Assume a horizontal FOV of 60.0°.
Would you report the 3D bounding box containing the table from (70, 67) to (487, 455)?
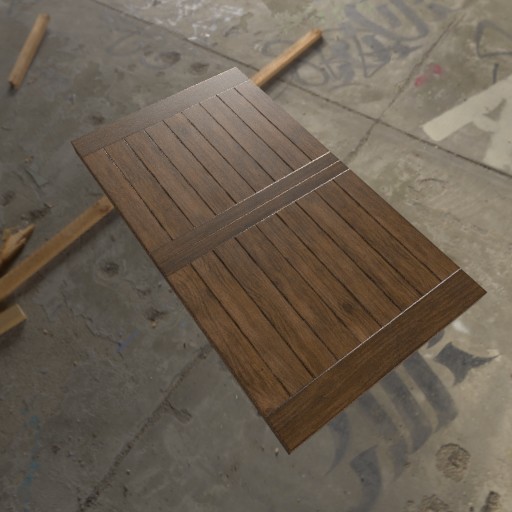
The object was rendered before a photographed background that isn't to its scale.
[{"bbox_3d":[0.000,0.000,2.171,0.931,0.757,1.641,-32,64,-18],"label":"table"}]
